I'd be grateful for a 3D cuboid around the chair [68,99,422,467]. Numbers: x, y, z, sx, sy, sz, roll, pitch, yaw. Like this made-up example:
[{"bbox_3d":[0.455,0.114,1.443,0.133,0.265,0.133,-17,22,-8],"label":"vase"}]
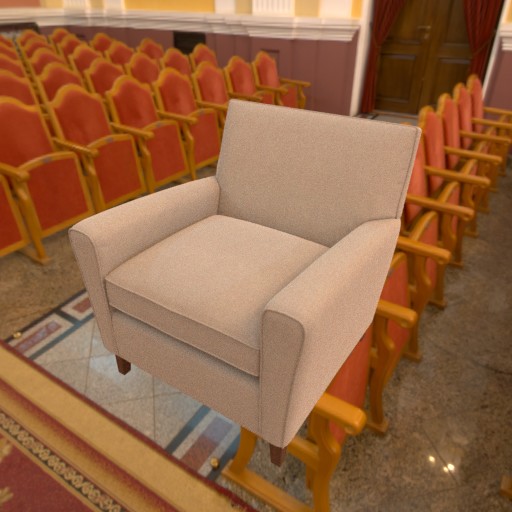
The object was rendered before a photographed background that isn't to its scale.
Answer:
[{"bbox_3d":[0.000,0.000,1.567,0.840,0.846,0.871,19,36,28],"label":"chair"}]
